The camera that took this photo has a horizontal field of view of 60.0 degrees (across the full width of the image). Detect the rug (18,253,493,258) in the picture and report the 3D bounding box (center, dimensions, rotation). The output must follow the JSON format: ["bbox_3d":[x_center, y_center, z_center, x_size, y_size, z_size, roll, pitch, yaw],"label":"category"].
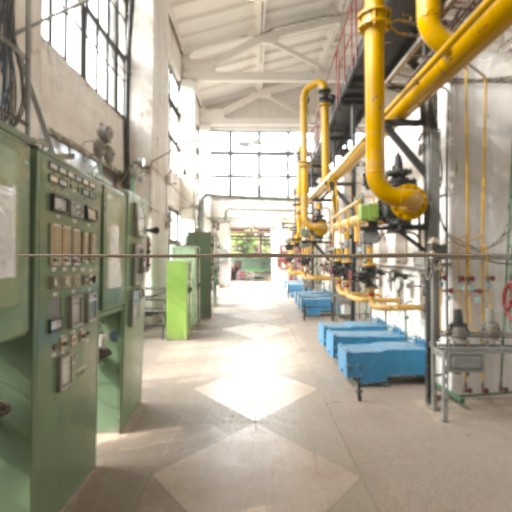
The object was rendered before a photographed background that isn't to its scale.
[{"bbox_3d":[0.000,0.000,2.313,1.829,0.013,1.220,0,0,1],"label":"rug"}]
